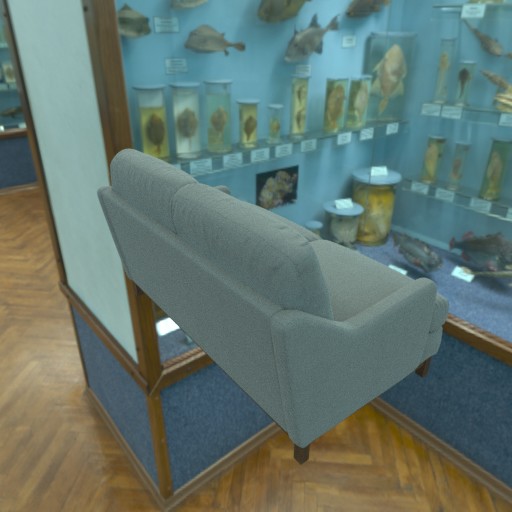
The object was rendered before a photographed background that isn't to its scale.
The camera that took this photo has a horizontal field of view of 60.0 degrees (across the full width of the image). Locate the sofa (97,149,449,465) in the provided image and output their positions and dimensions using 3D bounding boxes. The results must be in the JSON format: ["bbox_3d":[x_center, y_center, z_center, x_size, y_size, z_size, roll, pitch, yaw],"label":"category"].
[{"bbox_3d":[0.000,0.000,2.200,0.987,0.921,1.589,-19,33,-33],"label":"sofa"}]
